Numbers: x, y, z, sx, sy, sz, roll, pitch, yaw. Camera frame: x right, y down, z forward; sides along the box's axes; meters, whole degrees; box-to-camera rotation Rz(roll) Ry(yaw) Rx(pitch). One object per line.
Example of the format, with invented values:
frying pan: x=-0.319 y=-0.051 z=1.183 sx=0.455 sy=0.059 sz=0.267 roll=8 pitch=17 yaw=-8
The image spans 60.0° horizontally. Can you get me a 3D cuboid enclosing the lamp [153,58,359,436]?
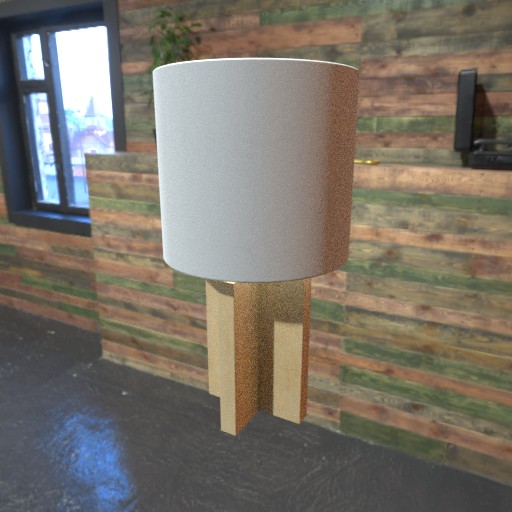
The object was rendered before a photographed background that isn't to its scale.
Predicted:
lamp: x=0.000 y=0.000 z=0.559 sx=0.229 sy=0.428 sz=0.229 roll=9 pitch=18 yaw=28
